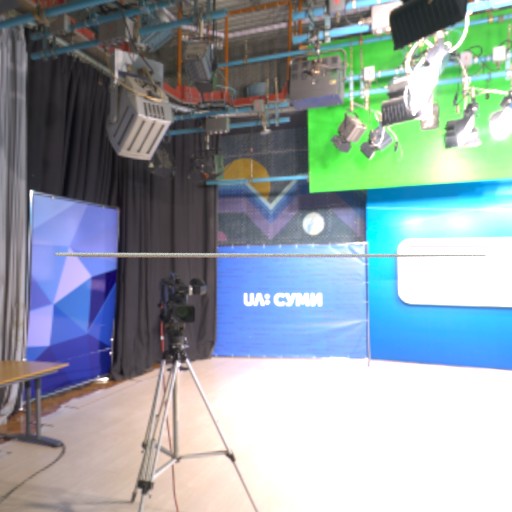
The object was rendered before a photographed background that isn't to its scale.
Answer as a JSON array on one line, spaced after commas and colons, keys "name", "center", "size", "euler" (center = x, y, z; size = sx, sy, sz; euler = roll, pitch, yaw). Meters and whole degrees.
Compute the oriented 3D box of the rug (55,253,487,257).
[{"name": "rug", "center": [0.000, 0.000, 2.879], "size": [2.232, 0.011, 1.555], "euler": [0, 0, -18]}]
